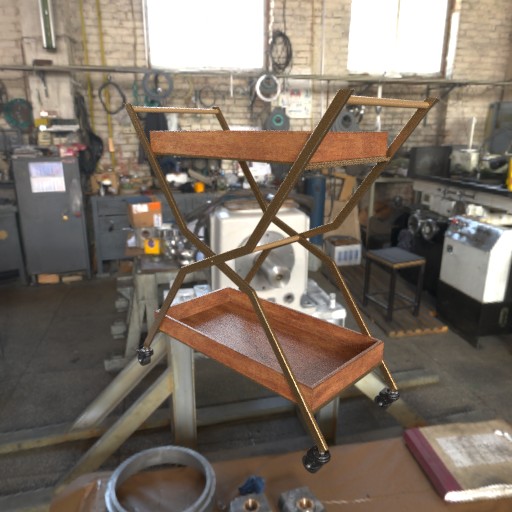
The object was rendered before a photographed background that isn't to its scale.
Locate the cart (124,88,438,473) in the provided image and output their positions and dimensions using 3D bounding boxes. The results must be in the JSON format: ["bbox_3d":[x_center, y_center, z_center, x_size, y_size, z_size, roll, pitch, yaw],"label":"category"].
[{"bbox_3d":[0.000,0.000,1.316,0.836,0.869,0.405,15,22,42],"label":"cart"}]
